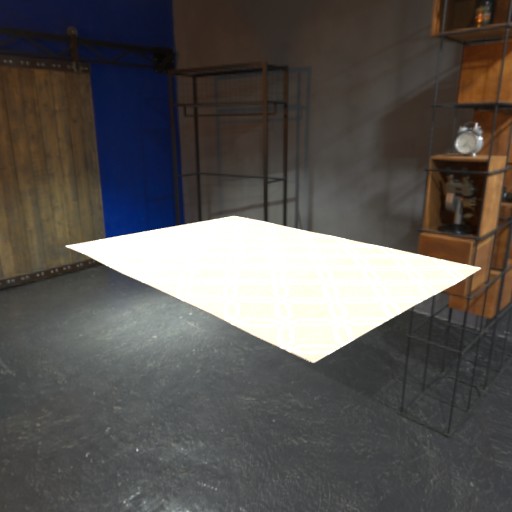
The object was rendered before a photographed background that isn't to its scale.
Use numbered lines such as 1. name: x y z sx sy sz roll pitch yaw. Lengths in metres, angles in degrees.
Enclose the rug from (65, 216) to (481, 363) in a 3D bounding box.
1. rug: 0.000 0.000 2.744 1.524 0.013 2.135 -15 22 -42
